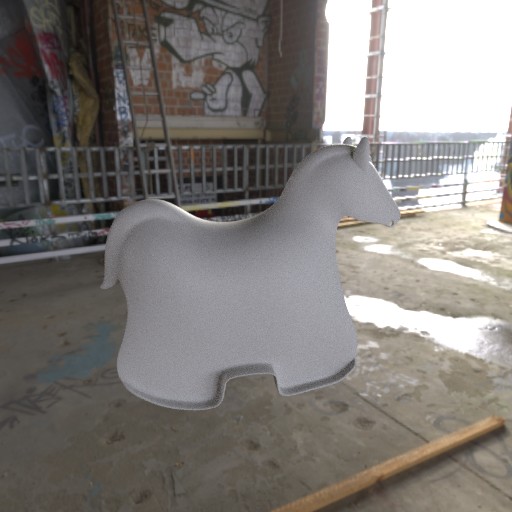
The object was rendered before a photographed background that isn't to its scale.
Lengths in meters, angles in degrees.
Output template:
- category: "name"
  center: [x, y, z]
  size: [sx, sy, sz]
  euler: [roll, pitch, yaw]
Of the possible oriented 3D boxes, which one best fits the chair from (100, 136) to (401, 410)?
- category: "chair"
  center: [0.000, 0.000, 1.178]
  size: [0.800, 0.612, 0.429]
  euler: [-3, 16, -11]
